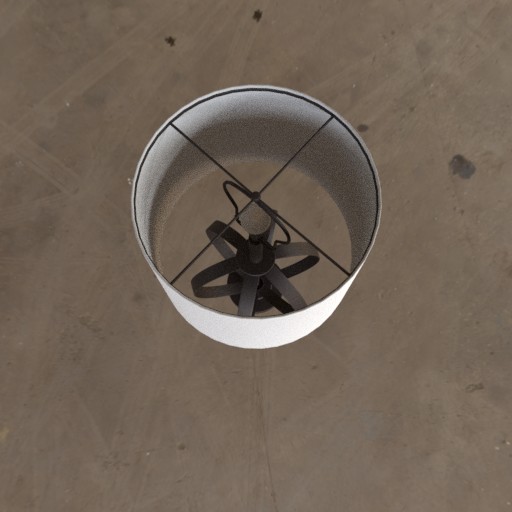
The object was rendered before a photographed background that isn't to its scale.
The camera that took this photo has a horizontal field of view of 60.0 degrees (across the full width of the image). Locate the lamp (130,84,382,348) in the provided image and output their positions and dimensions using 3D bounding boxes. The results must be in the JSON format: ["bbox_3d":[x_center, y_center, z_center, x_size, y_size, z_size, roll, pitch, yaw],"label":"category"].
[{"bbox_3d":[0.000,0.000,0.691,0.286,0.510,0.286,0,76,0],"label":"lamp"}]
